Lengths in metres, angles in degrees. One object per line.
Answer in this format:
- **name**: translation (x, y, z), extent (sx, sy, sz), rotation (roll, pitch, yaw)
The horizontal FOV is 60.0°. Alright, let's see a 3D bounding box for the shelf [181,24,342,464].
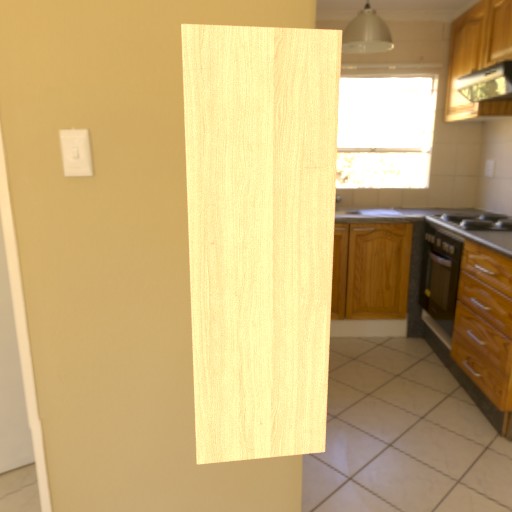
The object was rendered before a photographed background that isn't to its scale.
- **shelf**: translation (0.000, 0.000, 0.983), extent (0.290, 0.882, 0.197), rotation (-2, 13, -8)
